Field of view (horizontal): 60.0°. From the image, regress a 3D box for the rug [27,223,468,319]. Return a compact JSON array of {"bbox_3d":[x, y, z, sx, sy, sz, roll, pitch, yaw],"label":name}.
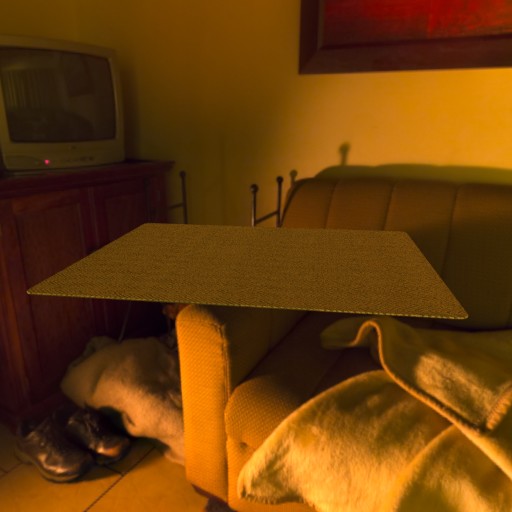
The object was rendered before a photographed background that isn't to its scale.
[{"bbox_3d":[0.000,0.000,4.285,3.207,0.014,2.439,2,17,8],"label":"rug"}]
